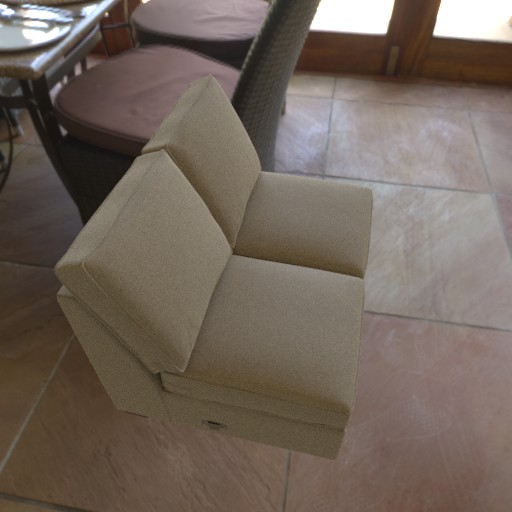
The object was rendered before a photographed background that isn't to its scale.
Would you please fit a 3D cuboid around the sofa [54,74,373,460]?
[{"bbox_3d":[0.000,0.000,1.895,0.951,1.008,1.237,10,47,9],"label":"sofa"}]
